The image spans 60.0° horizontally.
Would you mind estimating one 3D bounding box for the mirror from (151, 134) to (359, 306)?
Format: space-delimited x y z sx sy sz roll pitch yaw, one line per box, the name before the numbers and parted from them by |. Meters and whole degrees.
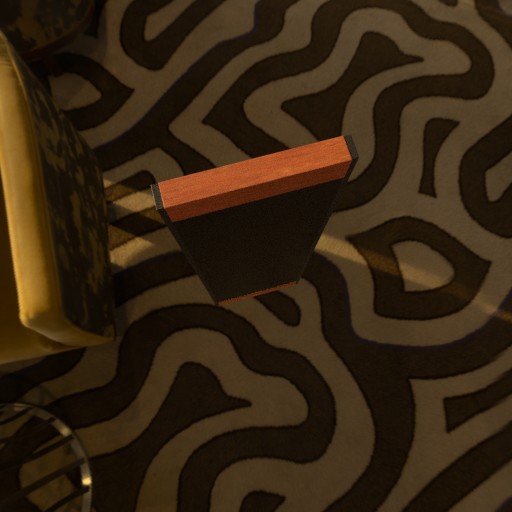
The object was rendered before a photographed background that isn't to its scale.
mirror | 0.000 0.000 1.270 0.343 1.123 0.047 -15 76 -4
